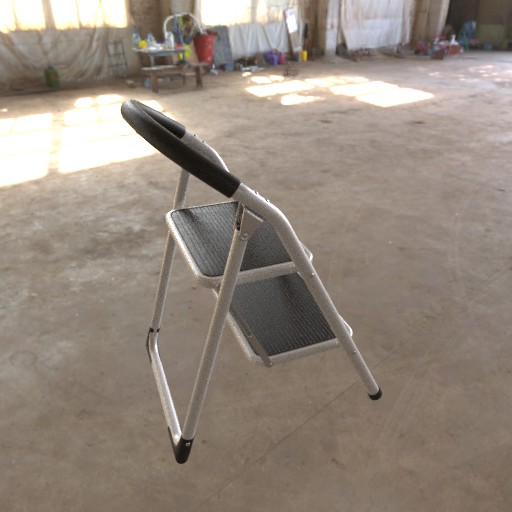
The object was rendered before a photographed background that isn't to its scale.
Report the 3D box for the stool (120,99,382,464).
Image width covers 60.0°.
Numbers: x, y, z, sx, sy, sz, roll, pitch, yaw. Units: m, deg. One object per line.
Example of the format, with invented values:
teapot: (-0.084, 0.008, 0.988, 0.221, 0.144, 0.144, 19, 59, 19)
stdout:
stool: (0.000, 0.000, 1.092, 0.559, 0.760, 0.453, -11, 31, -18)
